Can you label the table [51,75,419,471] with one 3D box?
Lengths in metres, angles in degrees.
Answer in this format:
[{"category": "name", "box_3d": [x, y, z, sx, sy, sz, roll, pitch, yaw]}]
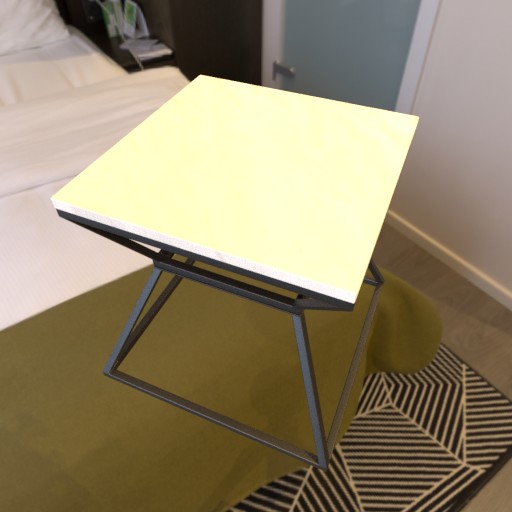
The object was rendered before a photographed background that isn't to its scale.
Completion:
[{"category": "table", "box_3d": [0.000, 0.000, 0.801, 0.455, 0.431, 0.455, 17, 48, 16]}]
